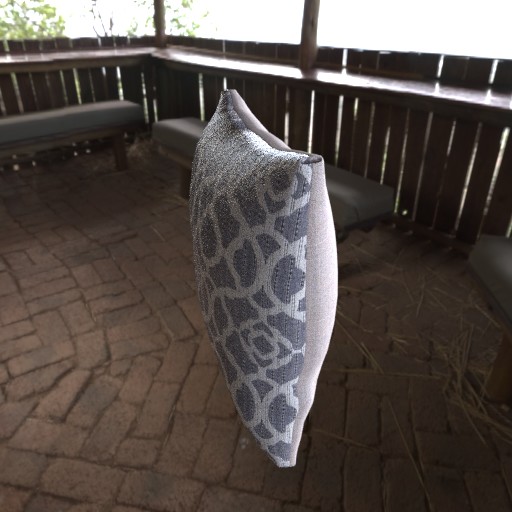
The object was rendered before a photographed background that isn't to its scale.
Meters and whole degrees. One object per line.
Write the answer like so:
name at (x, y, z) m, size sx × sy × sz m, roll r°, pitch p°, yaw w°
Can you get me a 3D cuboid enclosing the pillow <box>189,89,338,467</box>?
pillow at (0.000, 0.000, 0.789) m, size 0.215 × 0.498 × 0.508 m, roll -6°, pitch 29°, yaw -12°
